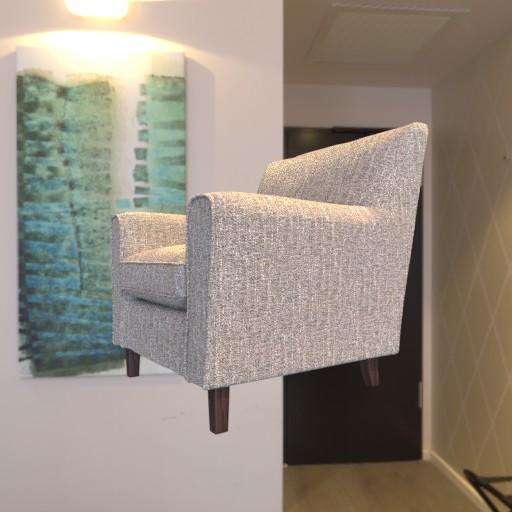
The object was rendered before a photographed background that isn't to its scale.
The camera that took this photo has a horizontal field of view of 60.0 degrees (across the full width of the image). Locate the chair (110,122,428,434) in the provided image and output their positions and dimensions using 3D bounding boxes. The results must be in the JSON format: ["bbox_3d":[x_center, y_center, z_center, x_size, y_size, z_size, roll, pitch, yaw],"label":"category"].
[{"bbox_3d":[0.000,0.000,1.640,0.873,0.928,0.864,0,0,-35],"label":"chair"}]
